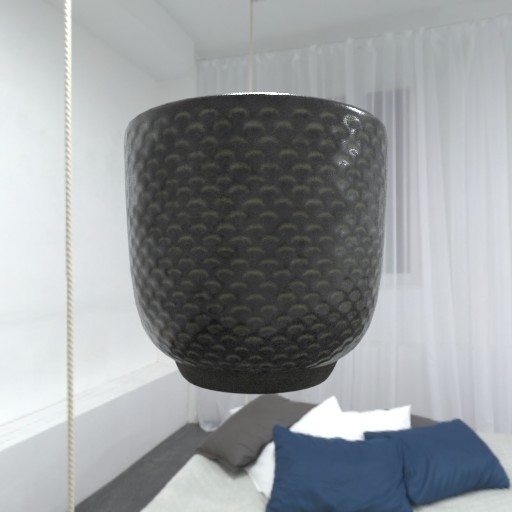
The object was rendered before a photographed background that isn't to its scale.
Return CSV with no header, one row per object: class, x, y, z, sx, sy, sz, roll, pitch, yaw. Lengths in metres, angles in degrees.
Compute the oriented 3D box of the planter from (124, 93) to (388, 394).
planter,0.000,0.000,0.243,0.140,0.129,0.140,0,-1,0
